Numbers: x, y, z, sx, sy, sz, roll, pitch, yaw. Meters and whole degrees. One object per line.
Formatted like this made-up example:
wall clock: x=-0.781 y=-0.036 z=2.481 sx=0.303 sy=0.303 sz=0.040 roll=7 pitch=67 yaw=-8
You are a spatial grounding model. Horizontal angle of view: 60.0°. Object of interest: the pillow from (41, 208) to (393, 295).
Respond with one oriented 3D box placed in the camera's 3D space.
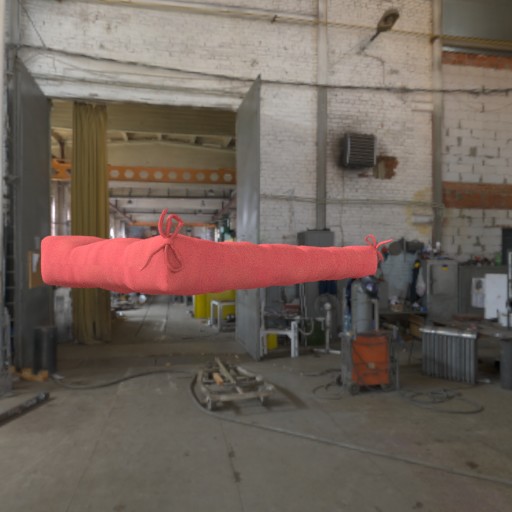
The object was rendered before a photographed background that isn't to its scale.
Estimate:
pillow: x=0.000 y=0.000 z=1.366 sx=0.511 sy=0.174 sz=1.194 roll=0 pitch=0 yaw=35
